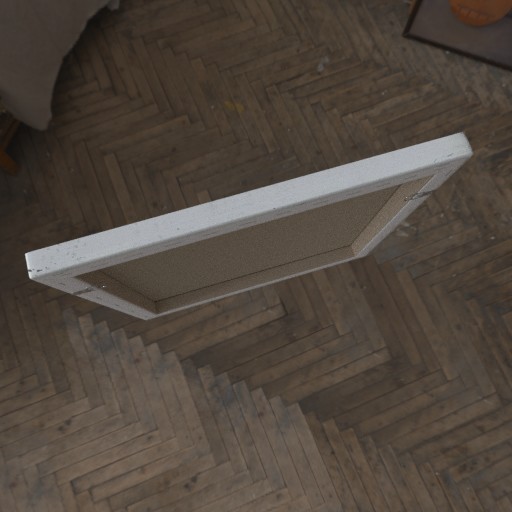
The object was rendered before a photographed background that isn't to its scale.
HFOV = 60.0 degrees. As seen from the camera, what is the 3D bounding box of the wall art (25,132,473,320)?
[{"bbox_3d":[0.000,0.000,0.880,0.610,0.611,0.040,-16,77,-4],"label":"wall art"}]
